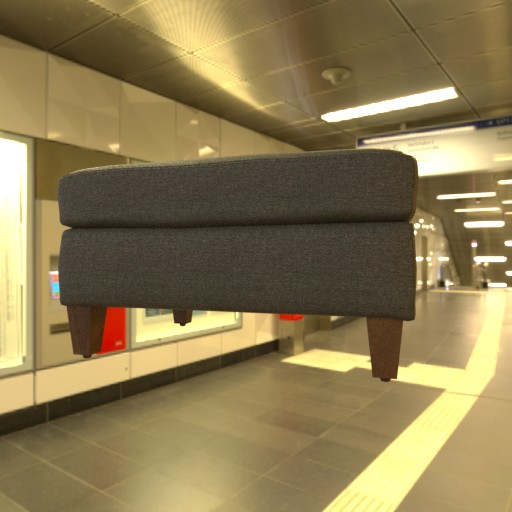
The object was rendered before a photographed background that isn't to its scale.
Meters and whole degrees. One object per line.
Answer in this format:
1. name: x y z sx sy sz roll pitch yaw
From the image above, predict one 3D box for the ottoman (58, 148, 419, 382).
1. ottoman: 0.000 0.000 1.227 0.826 0.496 0.639 0 0 17
